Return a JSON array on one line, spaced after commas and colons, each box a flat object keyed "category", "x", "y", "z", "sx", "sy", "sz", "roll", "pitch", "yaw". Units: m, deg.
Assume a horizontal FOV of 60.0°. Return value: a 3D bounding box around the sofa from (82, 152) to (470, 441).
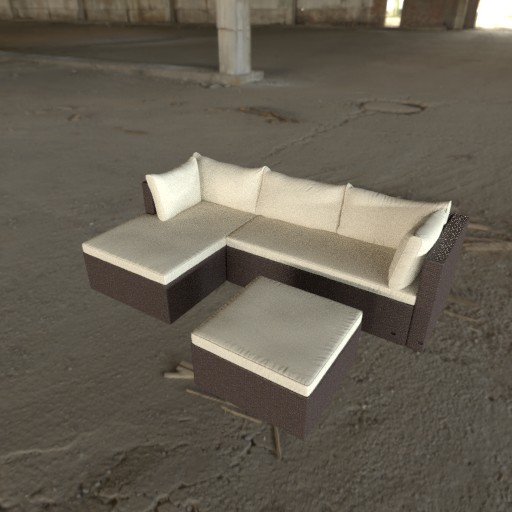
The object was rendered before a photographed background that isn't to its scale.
[{"category": "sofa", "x": 0.000, "y": 0.000, "z": 2.857, "sx": 2.192, "sy": 0.766, "sz": 1.612, "roll": 18, "pitch": 35, "yaw": 28}]
